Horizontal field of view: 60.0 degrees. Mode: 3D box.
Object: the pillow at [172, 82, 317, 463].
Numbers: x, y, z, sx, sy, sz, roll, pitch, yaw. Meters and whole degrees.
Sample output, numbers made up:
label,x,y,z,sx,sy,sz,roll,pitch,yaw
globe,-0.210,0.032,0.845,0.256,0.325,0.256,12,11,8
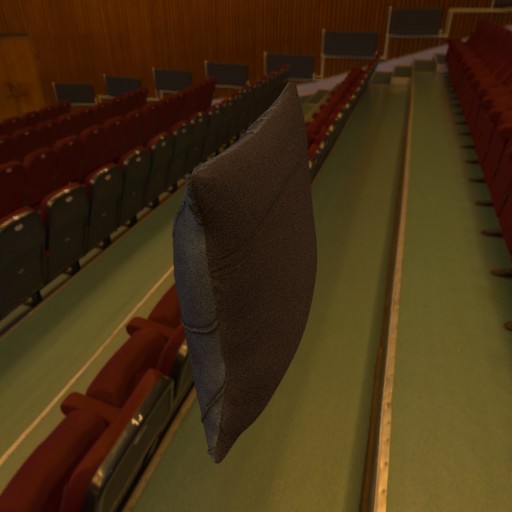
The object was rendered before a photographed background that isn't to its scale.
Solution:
label,x,y,z,sx,sy,sz,roll,pitch,yaw
pillow,0.000,0.000,0.687,0.183,0.440,0.439,9,33,14
